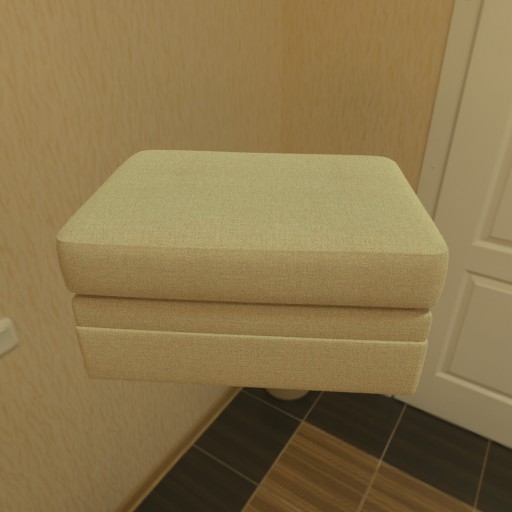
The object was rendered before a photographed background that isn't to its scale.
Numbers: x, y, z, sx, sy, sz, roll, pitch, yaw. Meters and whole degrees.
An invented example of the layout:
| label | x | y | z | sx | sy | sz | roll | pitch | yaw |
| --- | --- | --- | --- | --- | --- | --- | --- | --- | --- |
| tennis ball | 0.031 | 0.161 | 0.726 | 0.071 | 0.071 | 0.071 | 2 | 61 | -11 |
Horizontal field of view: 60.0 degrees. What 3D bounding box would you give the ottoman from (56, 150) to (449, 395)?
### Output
| label | x | y | z | sx | sy | sz | roll | pitch | yaw |
| --- | --- | --- | --- | --- | --- | --- | --- | --- | --- |
| ottoman | 0.000 | 0.000 | 1.287 | 0.885 | 0.478 | 0.637 | 2 | 31 | 3 |
